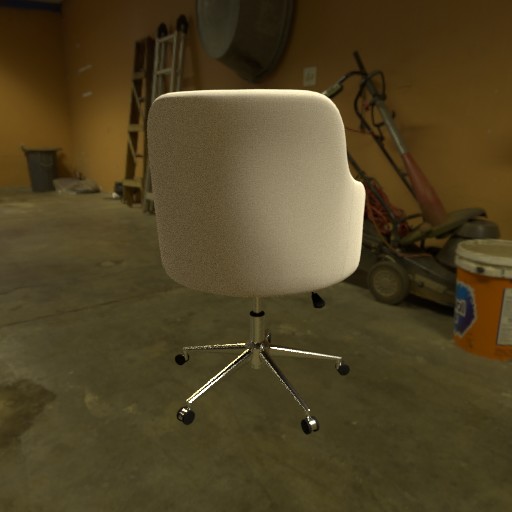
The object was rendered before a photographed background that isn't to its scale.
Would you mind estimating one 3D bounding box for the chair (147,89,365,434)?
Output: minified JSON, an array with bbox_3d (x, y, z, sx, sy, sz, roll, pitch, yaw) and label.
[{"bbox_3d":[0.000,0.000,1.245,0.602,0.819,0.647,2,15,8],"label":"chair"}]
